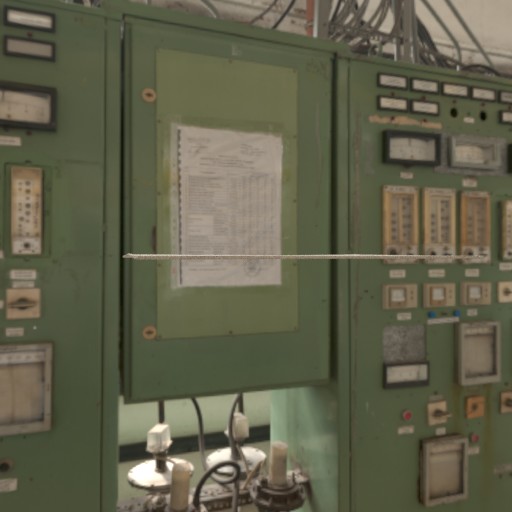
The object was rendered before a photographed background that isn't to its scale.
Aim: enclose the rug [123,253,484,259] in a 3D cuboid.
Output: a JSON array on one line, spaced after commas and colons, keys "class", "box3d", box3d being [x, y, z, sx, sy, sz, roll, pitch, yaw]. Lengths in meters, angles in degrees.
[{"class": "rug", "box3d": [0.000, 0.000, 4.916, 2.757, 0.051, 3.626, 0, 0, -18]}]
